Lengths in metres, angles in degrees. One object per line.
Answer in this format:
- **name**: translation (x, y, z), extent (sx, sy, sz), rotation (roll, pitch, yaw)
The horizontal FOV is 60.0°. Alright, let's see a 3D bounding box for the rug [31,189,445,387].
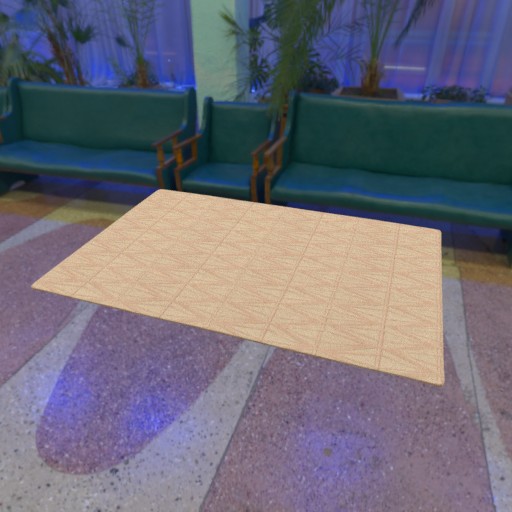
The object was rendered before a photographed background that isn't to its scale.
- **rug**: translation (0.000, 0.000, 3.013), extent (2.390, 0.015, 1.609), rotation (10, 33, 16)
